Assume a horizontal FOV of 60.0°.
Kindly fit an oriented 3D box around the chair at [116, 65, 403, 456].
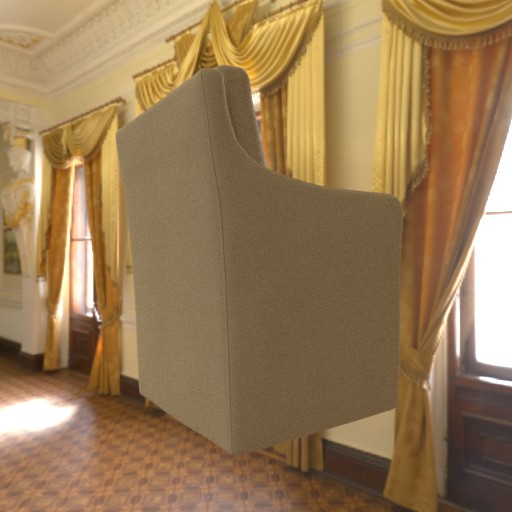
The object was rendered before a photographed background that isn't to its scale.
[{"bbox_3d":[0.000,0.000,1.372,0.694,0.914,0.626,0,-1,-35],"label":"chair"}]
